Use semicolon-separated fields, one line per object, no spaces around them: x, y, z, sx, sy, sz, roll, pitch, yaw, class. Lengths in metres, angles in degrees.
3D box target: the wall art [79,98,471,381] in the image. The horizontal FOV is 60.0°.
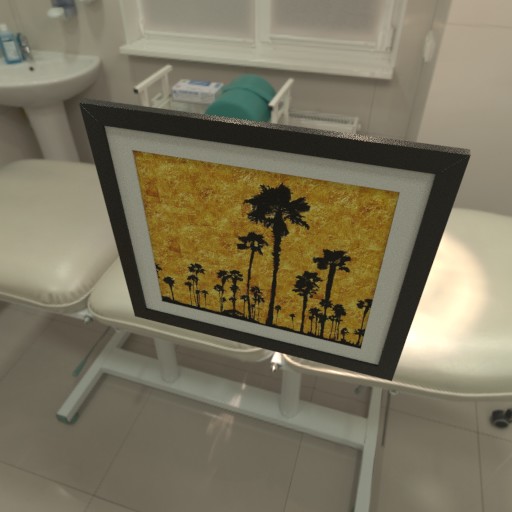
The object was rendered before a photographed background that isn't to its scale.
0.000;0.000;0.529;0.383;0.332;0.012;11;42;13;wall art
